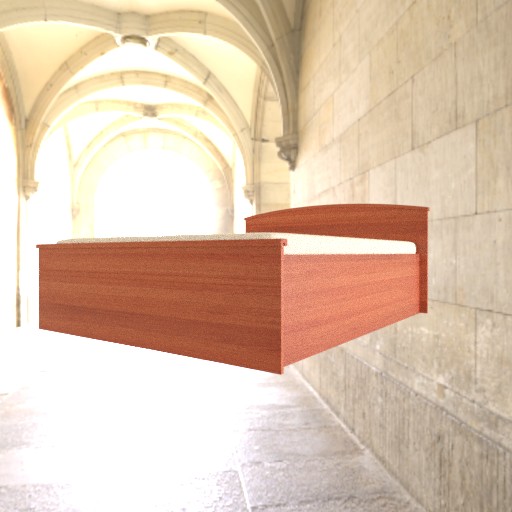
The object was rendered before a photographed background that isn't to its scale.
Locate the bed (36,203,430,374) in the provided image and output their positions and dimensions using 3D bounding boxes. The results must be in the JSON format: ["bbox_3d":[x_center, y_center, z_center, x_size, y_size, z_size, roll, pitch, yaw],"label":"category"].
[{"bbox_3d":[0.000,0.000,2.925,1.683,0.848,2.053,0,1,35],"label":"bed"}]
